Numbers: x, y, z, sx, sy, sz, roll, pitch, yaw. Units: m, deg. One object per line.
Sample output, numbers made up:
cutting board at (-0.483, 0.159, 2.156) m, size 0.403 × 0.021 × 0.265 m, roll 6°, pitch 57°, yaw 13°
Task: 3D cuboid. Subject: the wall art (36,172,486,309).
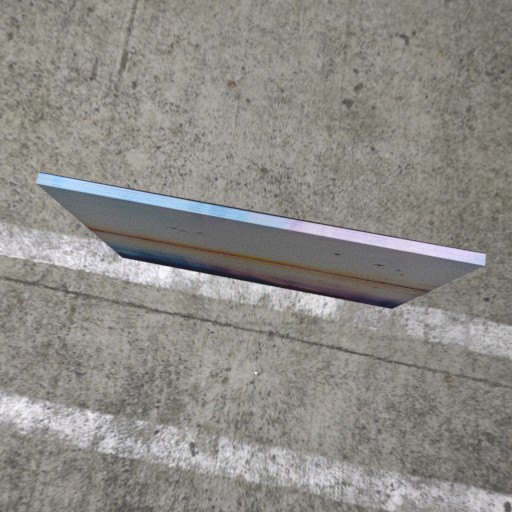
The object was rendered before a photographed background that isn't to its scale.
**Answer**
wall art at (0.000, 0.000, 0.781) m, size 0.604 × 0.402 × 0.018 m, roll 11°, pitch 75°, yaw 3°
